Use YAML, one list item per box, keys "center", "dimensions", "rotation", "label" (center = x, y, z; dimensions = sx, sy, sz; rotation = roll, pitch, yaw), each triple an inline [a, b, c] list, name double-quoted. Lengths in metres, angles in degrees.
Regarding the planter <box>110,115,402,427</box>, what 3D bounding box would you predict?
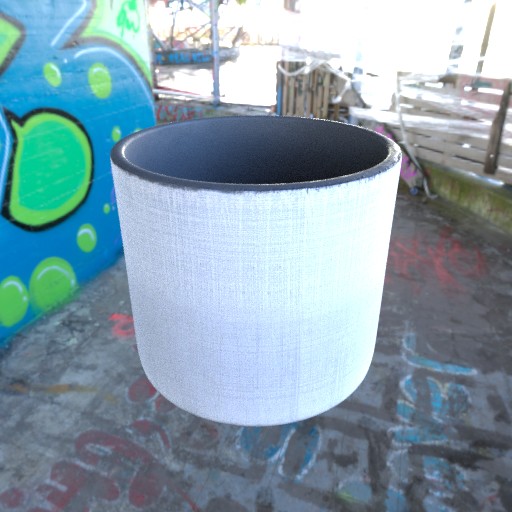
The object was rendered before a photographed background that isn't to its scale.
- center: [0.000, 0.000, 0.388]
  dimensions: [0.221, 0.201, 0.221]
  rotation: [0, 28, 0]
  label: "planter"
